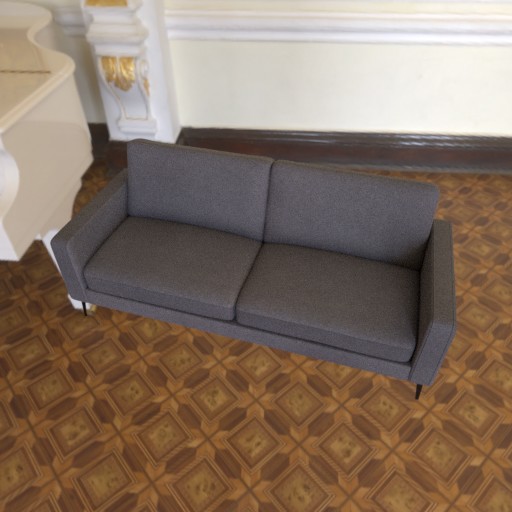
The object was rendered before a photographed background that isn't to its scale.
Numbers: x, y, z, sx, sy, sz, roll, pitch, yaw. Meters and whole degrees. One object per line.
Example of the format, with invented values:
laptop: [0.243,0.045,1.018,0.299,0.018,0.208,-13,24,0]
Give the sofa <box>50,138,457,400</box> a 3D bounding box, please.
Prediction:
sofa: [0.000,0.000,2.361,1.925,0.828,0.774,11,43,13]
